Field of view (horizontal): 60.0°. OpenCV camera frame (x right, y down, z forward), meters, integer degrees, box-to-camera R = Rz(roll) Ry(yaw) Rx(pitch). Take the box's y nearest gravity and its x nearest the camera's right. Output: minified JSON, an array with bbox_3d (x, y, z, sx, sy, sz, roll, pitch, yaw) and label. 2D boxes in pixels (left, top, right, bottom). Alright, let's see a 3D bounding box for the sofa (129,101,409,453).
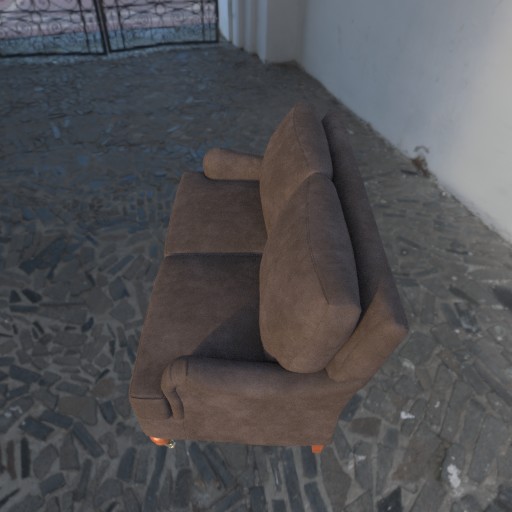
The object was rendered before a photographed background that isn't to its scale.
[{"bbox_3d":[0.000,0.000,2.481,1.084,1.101,1.853,0,42,0],"label":"sofa"}]
